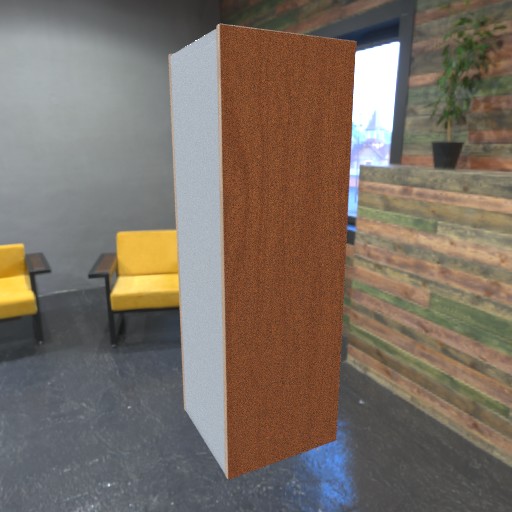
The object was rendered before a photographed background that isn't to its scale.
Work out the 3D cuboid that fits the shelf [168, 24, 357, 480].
[{"bbox_3d":[0.000,0.000,1.043,0.290,0.900,0.300,-7,16,-26],"label":"shelf"}]
